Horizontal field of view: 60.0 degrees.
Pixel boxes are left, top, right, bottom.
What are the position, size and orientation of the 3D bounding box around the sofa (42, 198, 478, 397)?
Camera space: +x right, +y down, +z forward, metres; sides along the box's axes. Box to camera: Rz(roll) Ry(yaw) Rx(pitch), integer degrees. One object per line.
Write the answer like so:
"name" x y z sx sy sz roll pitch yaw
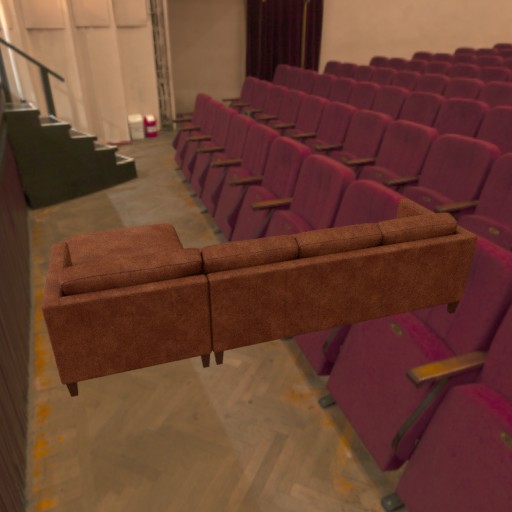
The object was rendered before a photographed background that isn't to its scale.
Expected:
"sofa" 0.000 0.000 3.859 3.203 0.883 1.581 -9 28 -16
